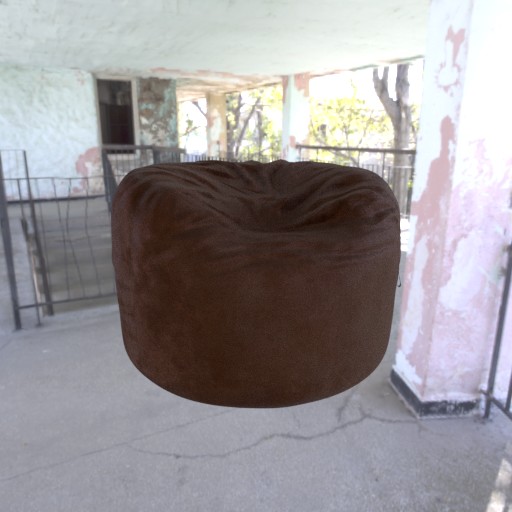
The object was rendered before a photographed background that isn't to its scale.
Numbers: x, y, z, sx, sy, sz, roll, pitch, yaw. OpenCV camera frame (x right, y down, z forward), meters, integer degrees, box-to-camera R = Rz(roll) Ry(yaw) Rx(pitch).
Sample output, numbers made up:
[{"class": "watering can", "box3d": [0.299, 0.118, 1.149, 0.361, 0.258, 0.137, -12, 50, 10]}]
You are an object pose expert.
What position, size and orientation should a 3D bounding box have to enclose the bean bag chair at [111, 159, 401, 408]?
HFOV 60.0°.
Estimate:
[{"class": "bean bag chair", "box3d": [0.000, 0.000, 1.490, 0.918, 0.616, 0.918, 0, 15, 0]}]
